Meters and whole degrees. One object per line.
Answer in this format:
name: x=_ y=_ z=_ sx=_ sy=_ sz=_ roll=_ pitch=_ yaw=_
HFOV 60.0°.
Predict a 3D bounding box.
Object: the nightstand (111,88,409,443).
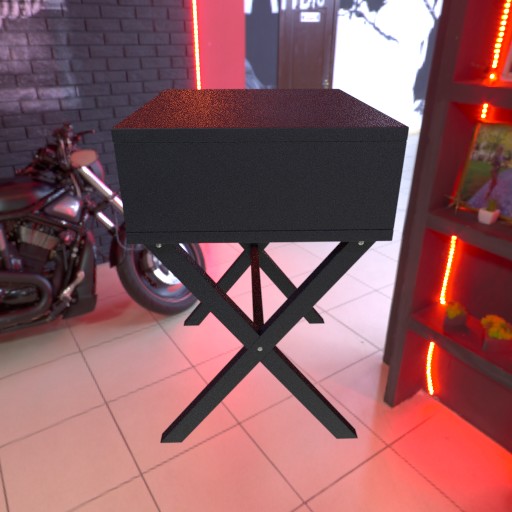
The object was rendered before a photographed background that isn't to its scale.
nightstand: x=0.000 y=0.000 z=0.947 sx=0.402 sy=0.623 sz=0.479 roll=-1 pitch=26 yaw=-2
